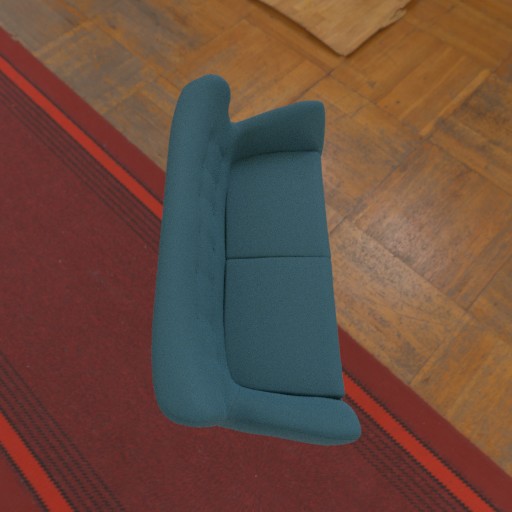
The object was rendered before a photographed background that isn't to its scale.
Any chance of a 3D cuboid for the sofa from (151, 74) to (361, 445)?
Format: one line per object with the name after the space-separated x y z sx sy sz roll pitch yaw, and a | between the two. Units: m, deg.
0.000 0.000 2.421 0.889 0.890 1.930 -1 64 0 | sofa
